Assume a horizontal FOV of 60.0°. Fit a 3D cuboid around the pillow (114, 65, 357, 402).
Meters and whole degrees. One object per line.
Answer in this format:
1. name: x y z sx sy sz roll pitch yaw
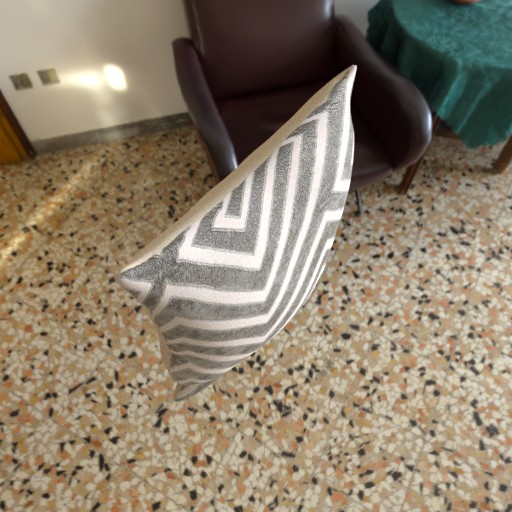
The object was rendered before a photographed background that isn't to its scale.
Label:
1. pillow: 0.000 0.000 0.686 0.182 0.441 0.440 34 64 19
